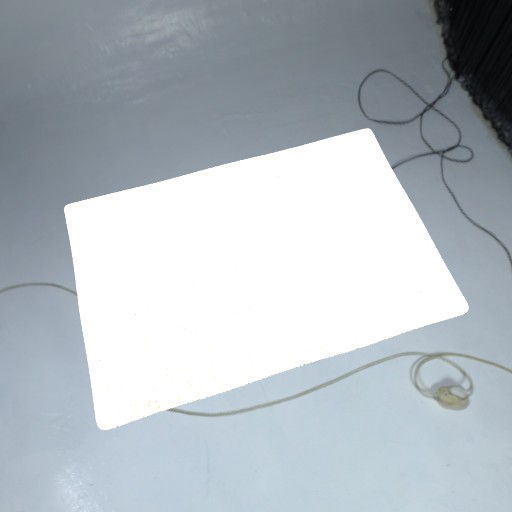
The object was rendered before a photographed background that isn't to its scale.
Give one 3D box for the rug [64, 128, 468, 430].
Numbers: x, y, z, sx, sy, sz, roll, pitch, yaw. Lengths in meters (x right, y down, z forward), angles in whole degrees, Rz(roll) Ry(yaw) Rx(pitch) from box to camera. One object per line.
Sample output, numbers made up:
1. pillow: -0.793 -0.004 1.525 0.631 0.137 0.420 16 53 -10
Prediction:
1. rug: 0.000 0.000 3.403 2.698 0.025 1.798 -16 65 -8
